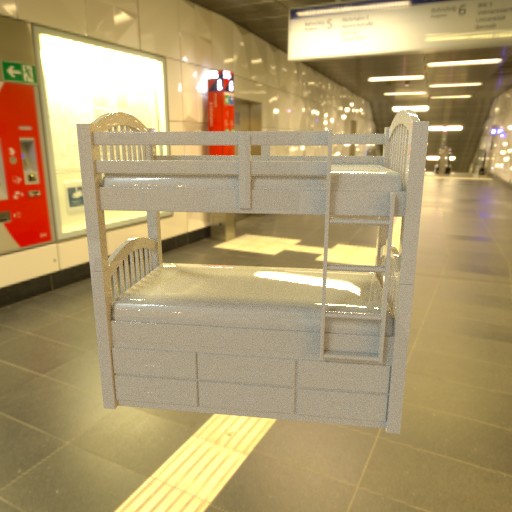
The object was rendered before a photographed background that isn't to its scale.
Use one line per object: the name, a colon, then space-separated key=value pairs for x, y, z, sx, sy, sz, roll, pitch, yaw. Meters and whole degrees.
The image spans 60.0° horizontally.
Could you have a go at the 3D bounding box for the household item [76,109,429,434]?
household item: x=0.000 y=0.000 z=3.258 sx=2.032 sy=2.032 sz=1.143 roll=2 pitch=15 yaw=8
